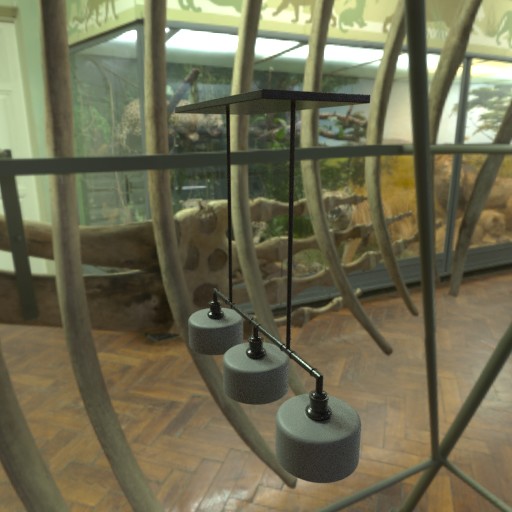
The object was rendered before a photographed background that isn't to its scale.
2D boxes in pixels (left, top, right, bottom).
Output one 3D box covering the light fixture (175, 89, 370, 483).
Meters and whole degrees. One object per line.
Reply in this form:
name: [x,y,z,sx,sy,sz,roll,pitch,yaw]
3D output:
light fixture: [0.000,0.000,0.846,0.177,0.557,0.582,-7,17,-25]
